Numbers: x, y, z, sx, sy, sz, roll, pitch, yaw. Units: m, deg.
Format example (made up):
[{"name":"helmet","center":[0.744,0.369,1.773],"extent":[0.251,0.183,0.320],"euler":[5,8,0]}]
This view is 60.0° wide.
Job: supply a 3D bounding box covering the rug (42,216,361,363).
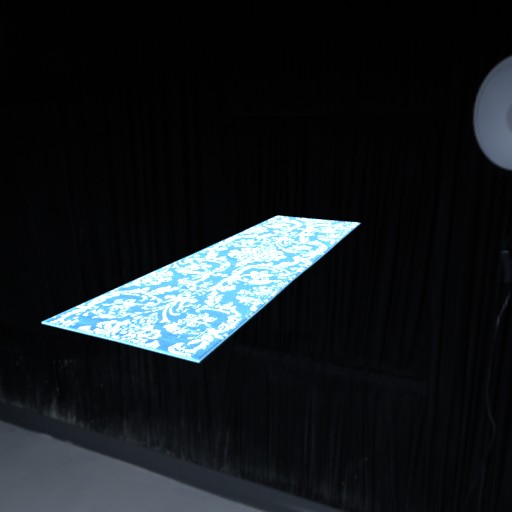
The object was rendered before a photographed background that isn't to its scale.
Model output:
[{"name":"rug","center":[0.000,0.000,2.395],"extent":[0.662,0.011,2.196],"euler":[7,18,24]}]
